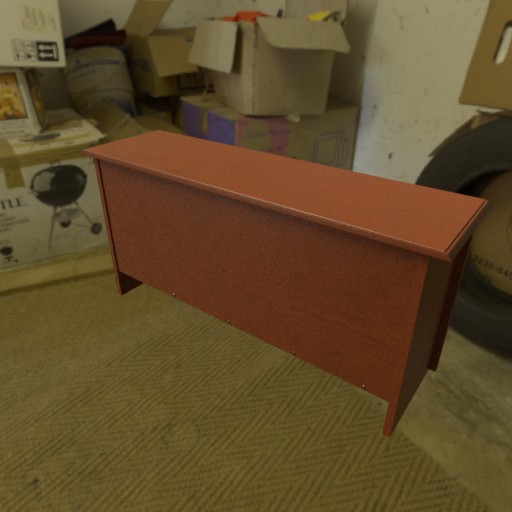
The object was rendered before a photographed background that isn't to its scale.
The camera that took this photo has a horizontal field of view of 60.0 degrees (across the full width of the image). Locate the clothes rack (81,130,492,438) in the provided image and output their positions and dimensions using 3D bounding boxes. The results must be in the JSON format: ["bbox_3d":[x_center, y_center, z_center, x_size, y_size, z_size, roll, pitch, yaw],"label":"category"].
[{"bbox_3d":[0.000,0.000,1.480,1.251,0.594,0.362,20,35,31],"label":"clothes rack"}]
